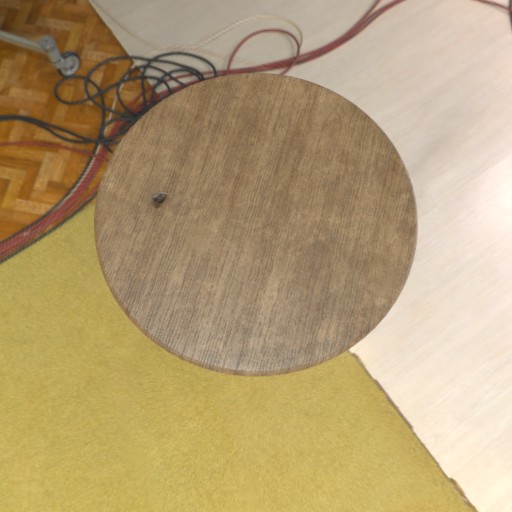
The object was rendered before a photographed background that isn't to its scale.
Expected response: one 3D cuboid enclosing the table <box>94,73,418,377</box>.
[{"bbox_3d":[0.000,0.000,0.807,0.432,0.460,0.432,0,74,0],"label":"table"}]
